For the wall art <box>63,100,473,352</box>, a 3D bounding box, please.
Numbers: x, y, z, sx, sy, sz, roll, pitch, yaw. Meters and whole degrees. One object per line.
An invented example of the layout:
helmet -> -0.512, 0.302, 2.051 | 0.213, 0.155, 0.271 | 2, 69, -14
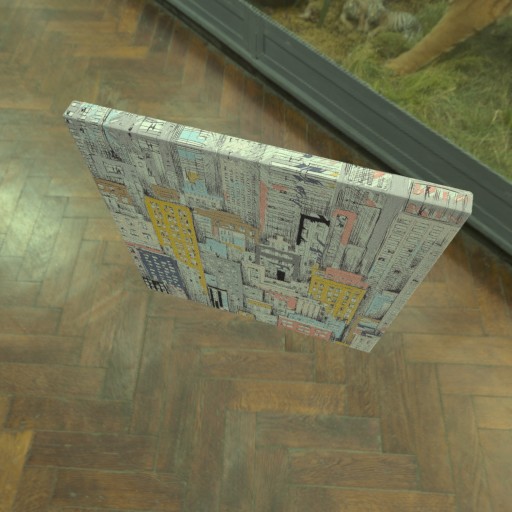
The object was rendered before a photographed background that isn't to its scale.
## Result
wall art -> 0.000, 0.000, 1.127 | 0.761, 0.762, 0.048 | 15, 62, 8
